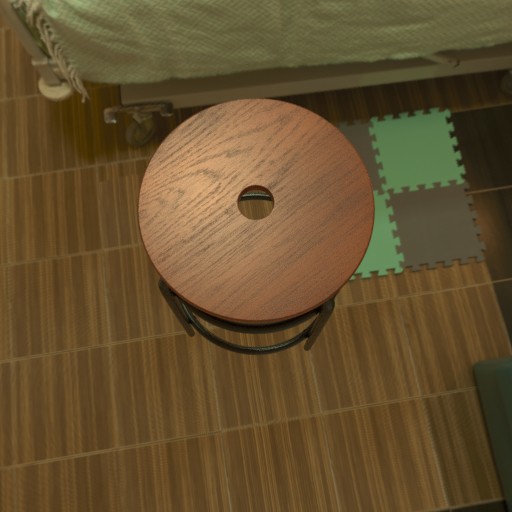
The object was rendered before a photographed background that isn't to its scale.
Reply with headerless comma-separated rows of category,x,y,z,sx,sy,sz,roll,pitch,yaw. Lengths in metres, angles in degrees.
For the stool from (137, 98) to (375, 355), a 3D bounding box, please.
stool,0.000,0.000,0.918,0.455,0.610,0.455,-37,79,-9
